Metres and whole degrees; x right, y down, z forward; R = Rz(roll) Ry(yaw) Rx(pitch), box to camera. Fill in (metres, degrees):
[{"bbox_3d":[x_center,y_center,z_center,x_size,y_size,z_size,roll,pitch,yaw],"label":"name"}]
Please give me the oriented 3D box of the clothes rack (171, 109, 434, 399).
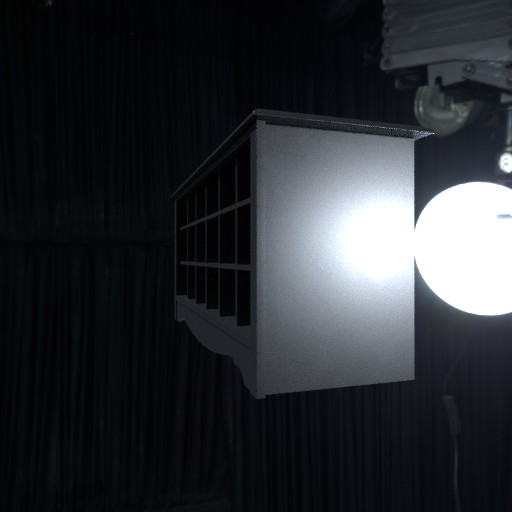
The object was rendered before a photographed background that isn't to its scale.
[{"bbox_3d":[0.000,0.000,1.466,0.406,0.556,1.219,0,0,-18],"label":"clothes rack"}]
